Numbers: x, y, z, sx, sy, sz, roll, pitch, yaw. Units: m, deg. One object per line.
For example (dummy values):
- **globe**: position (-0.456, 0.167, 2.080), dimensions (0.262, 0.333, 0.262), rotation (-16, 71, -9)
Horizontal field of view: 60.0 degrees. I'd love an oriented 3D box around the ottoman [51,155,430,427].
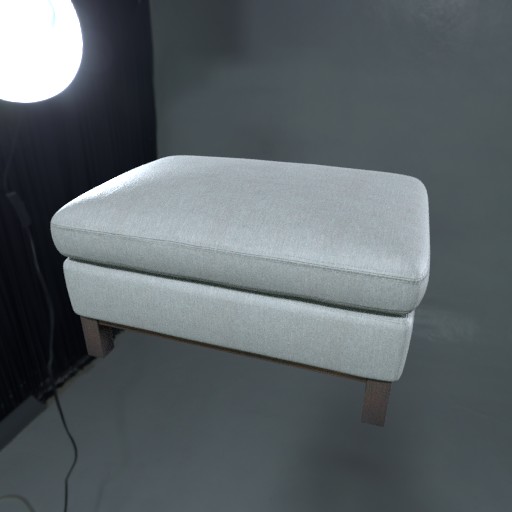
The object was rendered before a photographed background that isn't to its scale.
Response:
- **ottoman**: position (0.000, 0.000, 1.045), dimensions (0.735, 0.404, 0.528), rotation (9, 28, 17)
